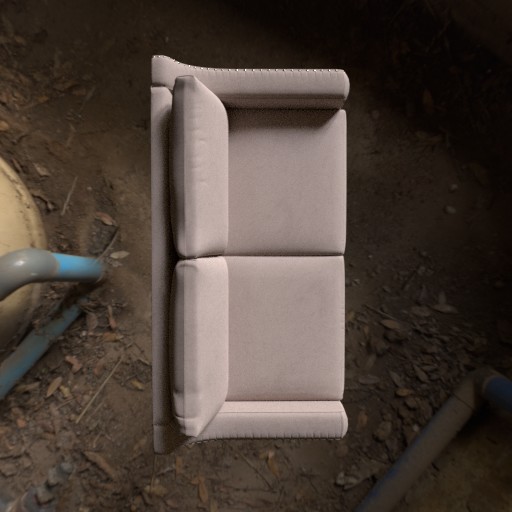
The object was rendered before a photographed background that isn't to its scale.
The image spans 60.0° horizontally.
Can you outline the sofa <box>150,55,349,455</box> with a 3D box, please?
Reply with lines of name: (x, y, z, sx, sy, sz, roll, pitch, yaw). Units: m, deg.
sofa: (0.000, 0.000, 2.470, 1.030, 0.901, 1.967, 0, 91, 0)
